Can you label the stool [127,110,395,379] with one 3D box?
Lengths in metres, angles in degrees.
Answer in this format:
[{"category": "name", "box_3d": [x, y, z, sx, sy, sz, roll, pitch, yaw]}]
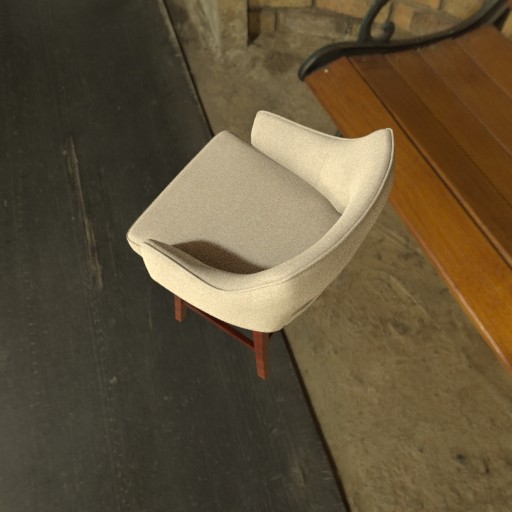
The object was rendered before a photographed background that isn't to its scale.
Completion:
[{"category": "stool", "box_3d": [0.000, 0.000, 1.373, 0.560, 1.041, 0.550, 31, 68, 14]}]
